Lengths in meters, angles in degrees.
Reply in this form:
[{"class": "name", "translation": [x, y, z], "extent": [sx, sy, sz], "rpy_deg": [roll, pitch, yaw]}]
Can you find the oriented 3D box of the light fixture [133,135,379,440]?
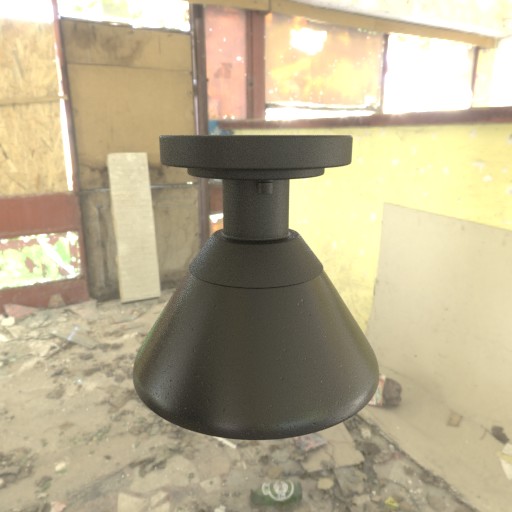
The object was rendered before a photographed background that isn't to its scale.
[{"class": "light fixture", "translation": [0.000, 0.000, 0.349], "extent": [0.200, 0.183, 0.200], "rpy_deg": [0, 15, 0]}]
